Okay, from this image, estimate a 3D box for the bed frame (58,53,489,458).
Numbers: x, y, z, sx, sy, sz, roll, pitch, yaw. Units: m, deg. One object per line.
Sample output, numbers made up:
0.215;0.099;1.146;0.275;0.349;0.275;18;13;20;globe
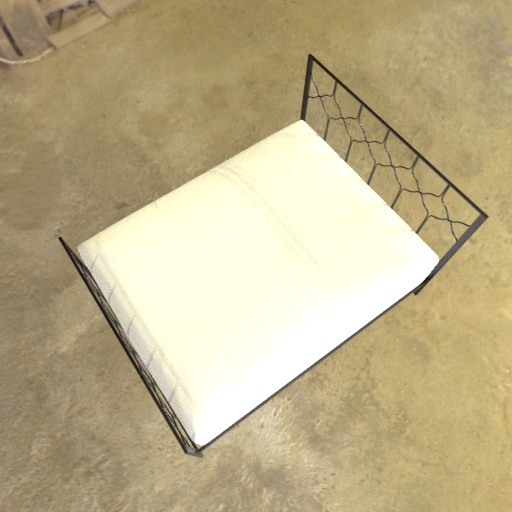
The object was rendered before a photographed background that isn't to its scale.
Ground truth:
0.000;0.000;3.047;2.063;1.222;1.597;-33;69;-15;bed frame
